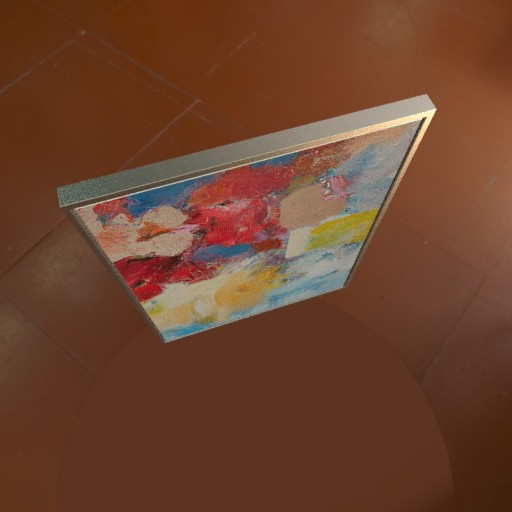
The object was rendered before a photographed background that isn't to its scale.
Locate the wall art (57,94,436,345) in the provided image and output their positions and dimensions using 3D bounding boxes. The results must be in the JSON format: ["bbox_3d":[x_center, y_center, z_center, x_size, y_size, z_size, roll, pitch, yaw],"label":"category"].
[{"bbox_3d":[0.000,0.000,0.759,0.444,0.569,0.025,-16,65,-8],"label":"wall art"}]
